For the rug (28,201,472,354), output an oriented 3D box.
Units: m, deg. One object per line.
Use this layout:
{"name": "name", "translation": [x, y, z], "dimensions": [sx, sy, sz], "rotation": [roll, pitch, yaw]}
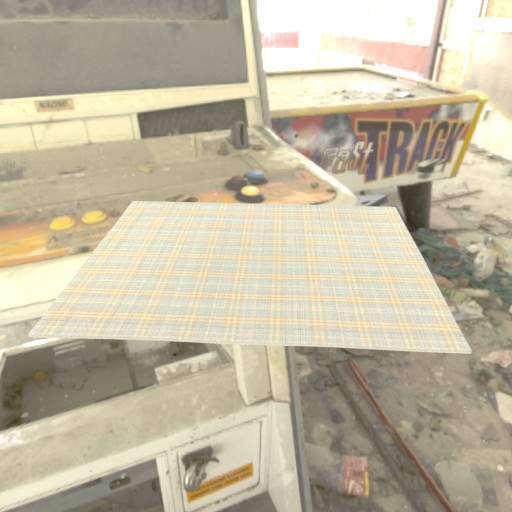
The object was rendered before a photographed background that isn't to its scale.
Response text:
{"name": "rug", "translation": [0.000, 0.000, 4.087], "dimensions": [3.066, 0.030, 2.462], "rotation": [2, 29, 3]}
